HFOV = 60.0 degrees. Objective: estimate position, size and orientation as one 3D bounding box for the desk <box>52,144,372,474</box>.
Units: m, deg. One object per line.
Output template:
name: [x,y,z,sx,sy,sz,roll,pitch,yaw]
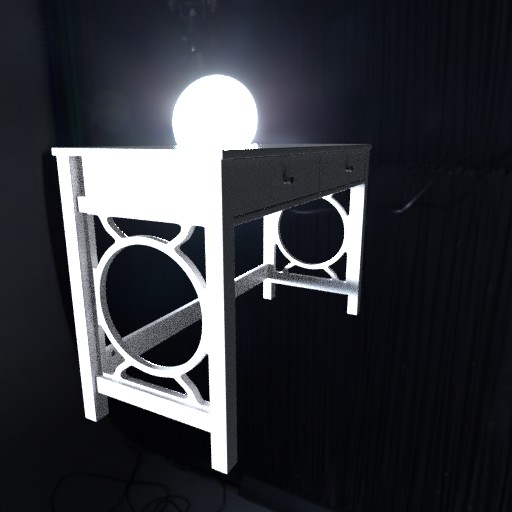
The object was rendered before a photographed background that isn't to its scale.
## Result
desk: [0.000,0.000,1.577,0.504,0.762,1.191,8,17,27]
